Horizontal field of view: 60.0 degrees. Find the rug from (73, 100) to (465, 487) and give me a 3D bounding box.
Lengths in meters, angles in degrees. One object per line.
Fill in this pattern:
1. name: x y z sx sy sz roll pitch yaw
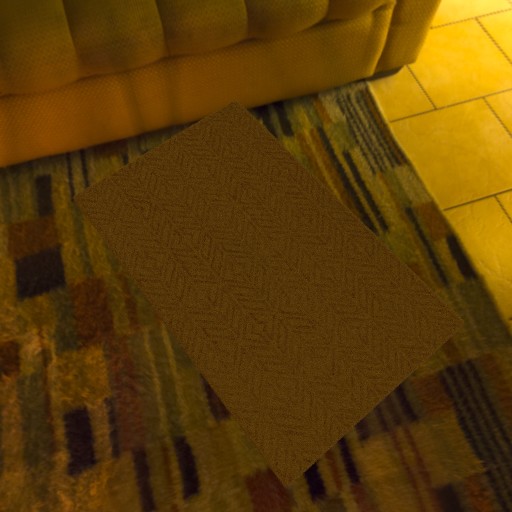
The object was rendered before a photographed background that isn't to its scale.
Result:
1. rug: 0.000 0.000 3.066 1.523 0.008 2.438 -36 70 -15
